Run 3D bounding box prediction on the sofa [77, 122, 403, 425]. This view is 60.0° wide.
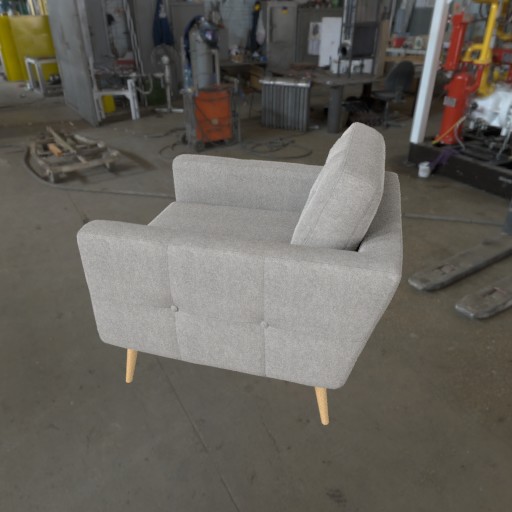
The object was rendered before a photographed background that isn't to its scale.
[{"bbox_3d":[0.000,0.000,1.564,0.920,0.860,0.770,8,31,13],"label":"sofa"}]
